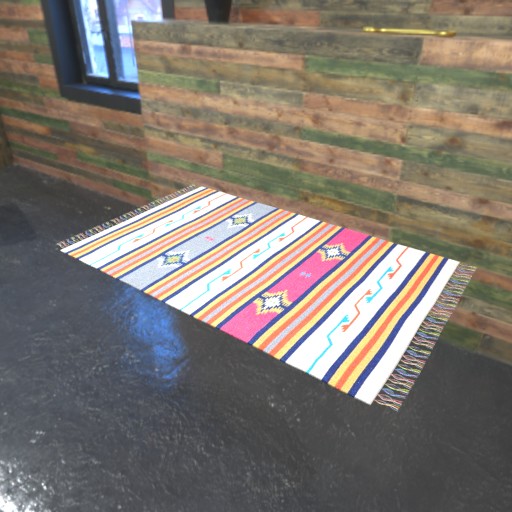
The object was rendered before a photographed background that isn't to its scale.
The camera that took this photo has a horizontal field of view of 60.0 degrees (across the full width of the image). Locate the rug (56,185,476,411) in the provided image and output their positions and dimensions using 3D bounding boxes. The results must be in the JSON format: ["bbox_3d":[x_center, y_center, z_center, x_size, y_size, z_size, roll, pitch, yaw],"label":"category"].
[{"bbox_3d":[0.000,0.000,2.212,1.849,0.013,1.084,20,36,30],"label":"rug"}]
